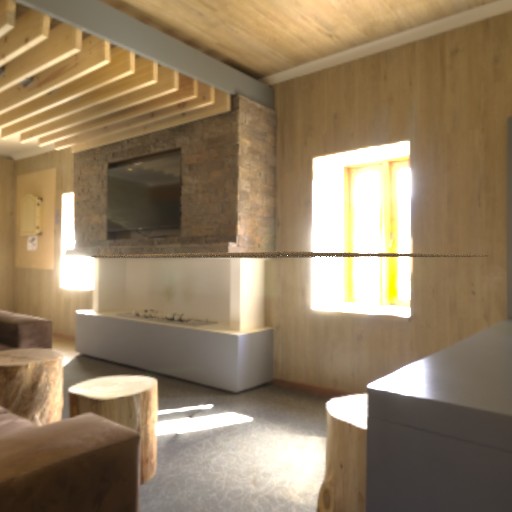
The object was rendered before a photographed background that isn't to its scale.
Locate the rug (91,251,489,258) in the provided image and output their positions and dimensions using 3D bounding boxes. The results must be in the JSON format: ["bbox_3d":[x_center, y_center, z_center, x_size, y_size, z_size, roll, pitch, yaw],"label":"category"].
[{"bbox_3d":[0.000,0.000,3.104,1.575,0.023,2.459,0,0,-36],"label":"rug"}]
